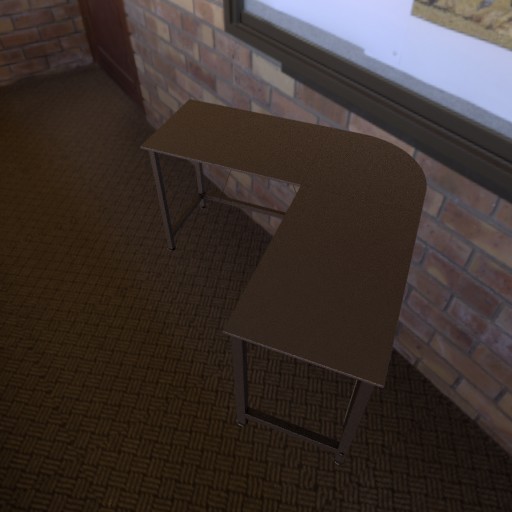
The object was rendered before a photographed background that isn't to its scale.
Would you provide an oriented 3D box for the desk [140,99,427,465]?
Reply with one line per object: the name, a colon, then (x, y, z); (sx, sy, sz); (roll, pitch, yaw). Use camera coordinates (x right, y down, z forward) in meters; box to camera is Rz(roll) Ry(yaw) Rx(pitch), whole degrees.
desk: (0.000, 0.000, 2.253); (1.400, 0.762, 1.400); (16, 49, 15)
